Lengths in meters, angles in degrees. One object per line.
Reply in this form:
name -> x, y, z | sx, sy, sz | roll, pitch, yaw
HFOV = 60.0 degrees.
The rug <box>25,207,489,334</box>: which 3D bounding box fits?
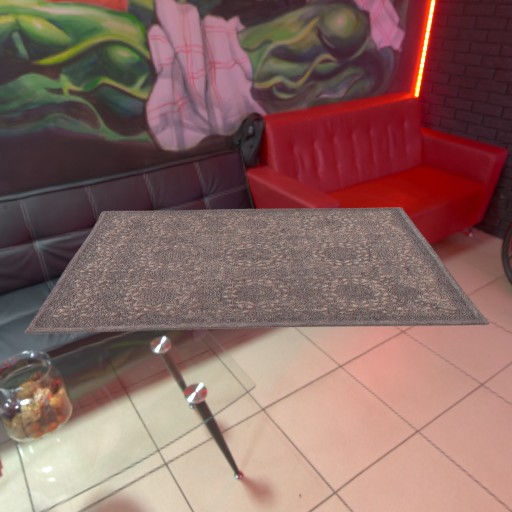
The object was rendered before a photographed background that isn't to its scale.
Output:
rug -> 0.000, 0.000, 3.030 | 2.498, 0.022, 1.535 | -1, 30, -1
